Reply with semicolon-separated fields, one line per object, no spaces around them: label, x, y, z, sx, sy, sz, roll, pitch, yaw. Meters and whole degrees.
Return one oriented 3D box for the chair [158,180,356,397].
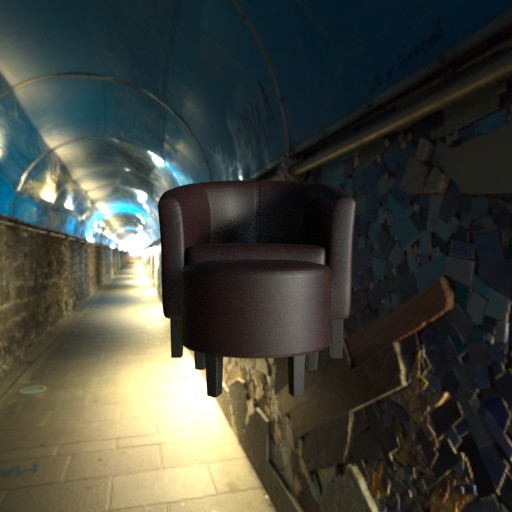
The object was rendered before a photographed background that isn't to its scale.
chair;0.000;0.000;1.719;0.737;0.755;1.176;0;1;0
